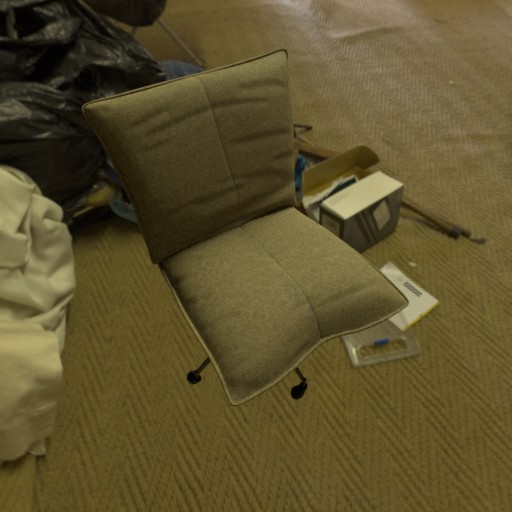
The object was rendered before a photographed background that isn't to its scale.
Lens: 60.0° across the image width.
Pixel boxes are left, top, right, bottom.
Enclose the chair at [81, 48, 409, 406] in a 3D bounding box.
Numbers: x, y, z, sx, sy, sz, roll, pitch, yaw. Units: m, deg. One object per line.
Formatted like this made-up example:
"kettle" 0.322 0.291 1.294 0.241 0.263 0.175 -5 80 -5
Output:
"chair" 0.000 0.000 1.273 0.597 0.811 0.696 -24 52 -20
